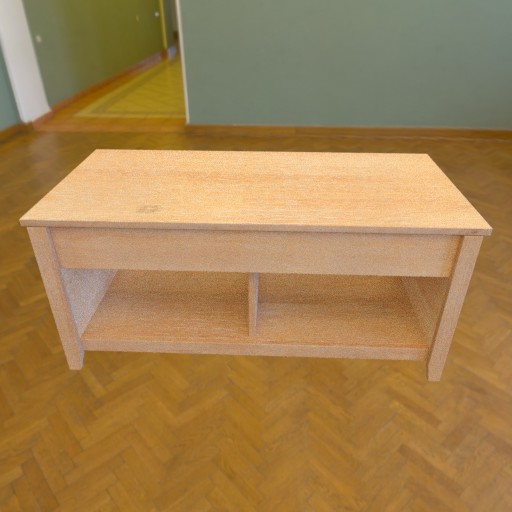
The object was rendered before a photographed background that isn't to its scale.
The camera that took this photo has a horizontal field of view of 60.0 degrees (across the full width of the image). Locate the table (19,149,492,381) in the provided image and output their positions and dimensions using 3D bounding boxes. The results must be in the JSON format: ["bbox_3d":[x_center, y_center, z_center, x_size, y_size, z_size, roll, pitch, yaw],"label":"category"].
[{"bbox_3d":[0.000,0.000,1.275,1.016,0.457,0.483,1,32,2],"label":"table"}]
